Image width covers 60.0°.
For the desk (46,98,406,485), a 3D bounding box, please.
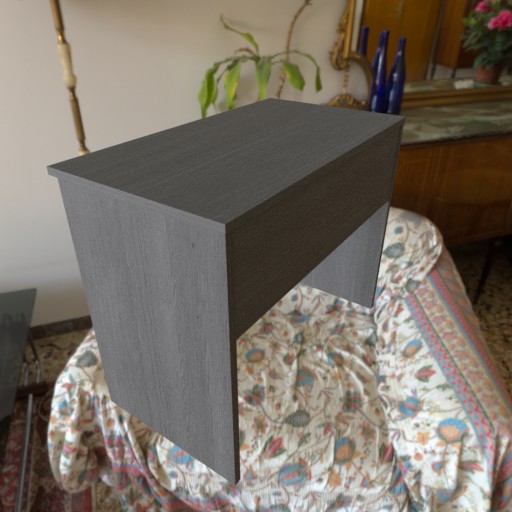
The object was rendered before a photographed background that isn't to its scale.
[{"bbox_3d":[0.000,0.000,1.348,0.498,0.724,0.893,20,36,29],"label":"desk"}]
